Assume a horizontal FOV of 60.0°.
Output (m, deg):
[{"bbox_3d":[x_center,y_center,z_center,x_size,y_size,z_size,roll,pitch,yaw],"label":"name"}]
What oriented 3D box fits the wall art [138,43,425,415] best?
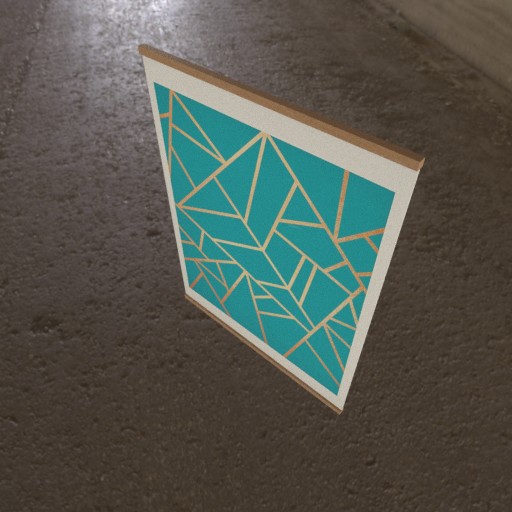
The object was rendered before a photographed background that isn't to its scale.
[{"bbox_3d":[0.000,0.000,0.784,0.459,0.608,0.012,32,54,27],"label":"wall art"}]
